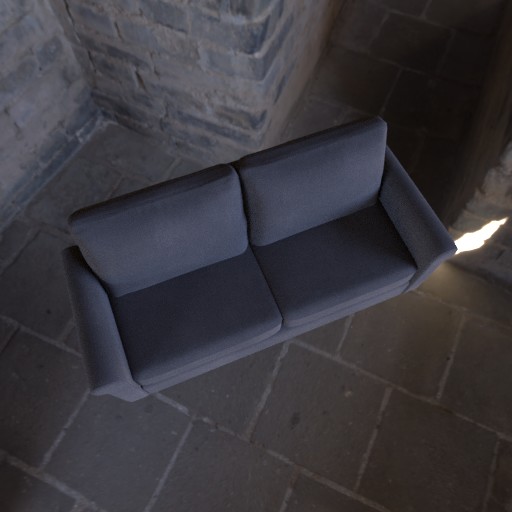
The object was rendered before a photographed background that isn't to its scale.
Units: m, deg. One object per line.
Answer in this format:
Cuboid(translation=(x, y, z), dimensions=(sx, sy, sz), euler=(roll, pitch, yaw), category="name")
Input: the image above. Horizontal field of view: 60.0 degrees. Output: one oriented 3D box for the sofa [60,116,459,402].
Cuboid(translation=(0.000, 0.000, 2.415), dimensions=(1.935, 0.942, 0.842), euler=(-20, 66, -9), category="sofa")
